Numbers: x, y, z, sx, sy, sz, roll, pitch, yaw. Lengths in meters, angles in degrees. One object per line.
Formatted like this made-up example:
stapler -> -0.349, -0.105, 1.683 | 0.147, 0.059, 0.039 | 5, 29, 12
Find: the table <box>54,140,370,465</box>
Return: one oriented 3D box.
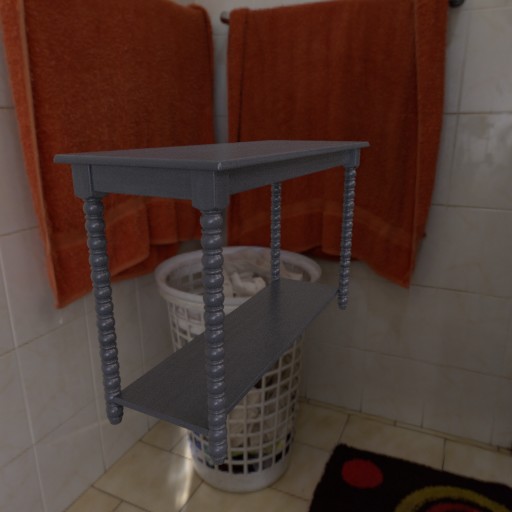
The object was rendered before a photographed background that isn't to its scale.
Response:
table -> 0.000, 0.000, 1.527 | 0.459, 0.735, 1.184 | 8, 18, 26
